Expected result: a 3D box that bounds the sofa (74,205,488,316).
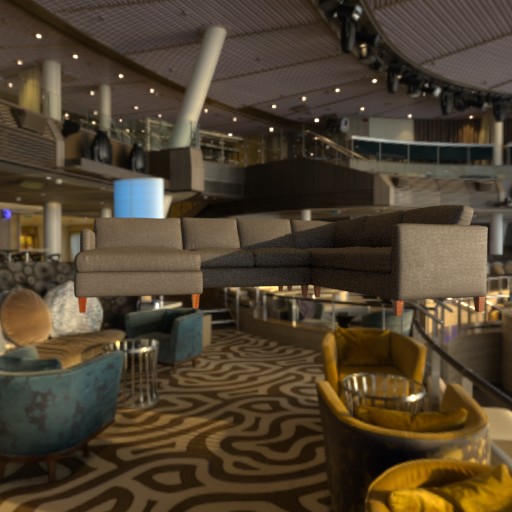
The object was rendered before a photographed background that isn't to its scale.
[{"bbox_3d":[0.000,0.000,4.544,3.460,0.961,2.594,0,1,-17],"label":"sofa"}]
